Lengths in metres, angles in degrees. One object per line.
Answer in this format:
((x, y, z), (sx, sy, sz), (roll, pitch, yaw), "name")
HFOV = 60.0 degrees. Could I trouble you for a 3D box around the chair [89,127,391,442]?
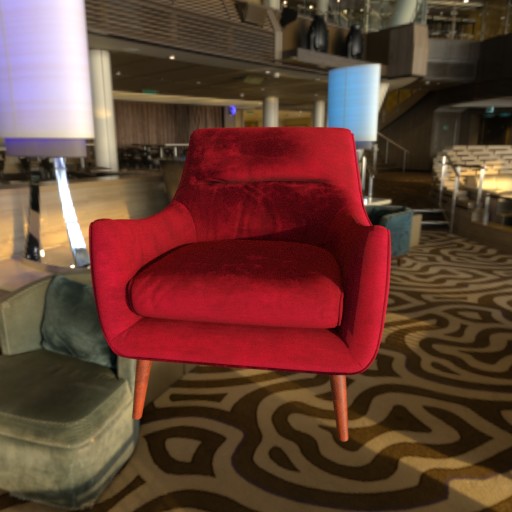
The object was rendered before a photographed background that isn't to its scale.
((0.000, 0.000, 1.454), (0.762, 0.838, 0.787), (2, 14, 9), "chair")
